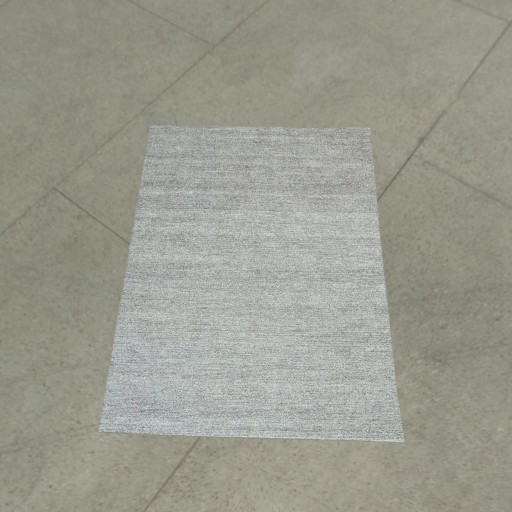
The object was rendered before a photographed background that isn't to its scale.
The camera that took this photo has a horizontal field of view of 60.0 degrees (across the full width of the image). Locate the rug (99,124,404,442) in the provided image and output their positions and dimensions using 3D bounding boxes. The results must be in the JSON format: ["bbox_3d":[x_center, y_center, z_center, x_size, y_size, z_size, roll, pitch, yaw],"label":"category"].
[{"bbox_3d":[0.000,0.000,4.200,2.434,0.045,3.202,1,64,1],"label":"rug"}]
